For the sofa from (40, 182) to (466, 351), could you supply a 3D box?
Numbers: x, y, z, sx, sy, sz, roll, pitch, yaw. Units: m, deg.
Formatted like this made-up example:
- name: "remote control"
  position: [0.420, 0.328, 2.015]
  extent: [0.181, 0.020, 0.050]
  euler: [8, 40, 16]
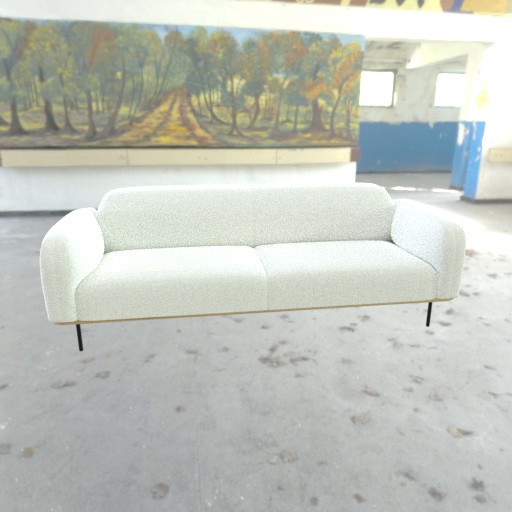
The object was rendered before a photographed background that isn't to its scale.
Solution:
- name: "sofa"
  position: [0.000, 0.000, 2.686]
  extent: [2.280, 0.780, 0.870]
  euler: [-3, 17, -8]
